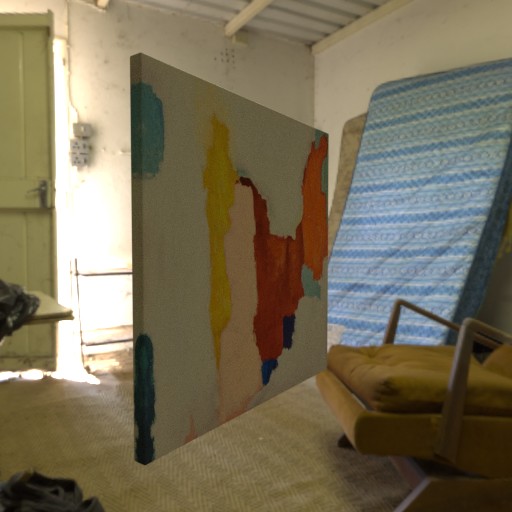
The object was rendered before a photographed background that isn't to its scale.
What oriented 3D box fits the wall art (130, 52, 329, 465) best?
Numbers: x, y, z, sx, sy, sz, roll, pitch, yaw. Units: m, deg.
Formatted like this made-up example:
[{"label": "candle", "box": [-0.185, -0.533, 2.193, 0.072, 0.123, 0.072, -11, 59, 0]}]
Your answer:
[{"label": "wall art", "box": [0.000, 0.000, 1.513, 0.044, 1.017, 1.017, 2, 3, 35]}]
